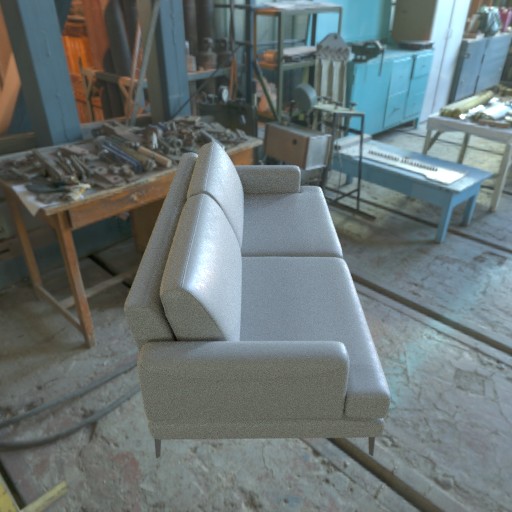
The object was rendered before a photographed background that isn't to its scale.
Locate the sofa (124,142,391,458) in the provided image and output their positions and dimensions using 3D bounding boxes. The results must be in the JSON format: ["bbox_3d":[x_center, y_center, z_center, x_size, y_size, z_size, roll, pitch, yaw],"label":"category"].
[{"bbox_3d":[0.000,0.000,2.401,0.974,0.765,1.940,0,32,-1],"label":"sofa"}]
